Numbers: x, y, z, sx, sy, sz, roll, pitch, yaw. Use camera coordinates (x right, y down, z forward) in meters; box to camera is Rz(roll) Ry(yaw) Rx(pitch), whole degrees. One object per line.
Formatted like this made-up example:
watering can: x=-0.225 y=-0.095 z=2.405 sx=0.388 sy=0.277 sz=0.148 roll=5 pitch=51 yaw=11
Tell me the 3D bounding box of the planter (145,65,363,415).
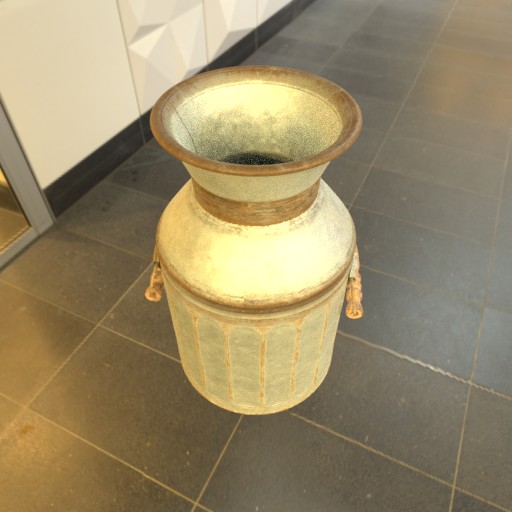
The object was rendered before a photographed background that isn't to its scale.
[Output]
planter: x=0.000 y=0.000 z=0.502 sx=0.248 sy=0.358 sz=0.215 roll=5 pitch=47 yaw=4
